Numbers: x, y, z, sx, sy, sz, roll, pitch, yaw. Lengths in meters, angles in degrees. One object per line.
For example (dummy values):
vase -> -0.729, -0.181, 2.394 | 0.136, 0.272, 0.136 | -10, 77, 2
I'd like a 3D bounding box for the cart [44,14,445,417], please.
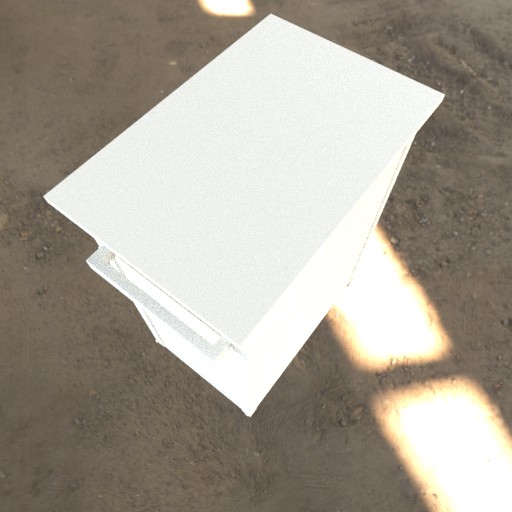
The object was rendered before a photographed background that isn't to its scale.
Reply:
cart -> 0.000, 0.000, 1.212 | 0.442, 0.864, 0.683 | 34, 66, 17
